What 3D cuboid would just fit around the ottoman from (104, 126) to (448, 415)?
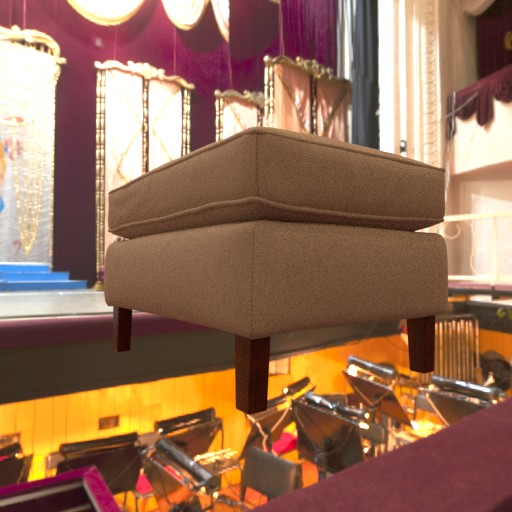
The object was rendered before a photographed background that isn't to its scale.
[{"bbox_3d":[0.000,0.000,0.975,0.501,0.456,0.665,1,-2,-35],"label":"ottoman"}]
